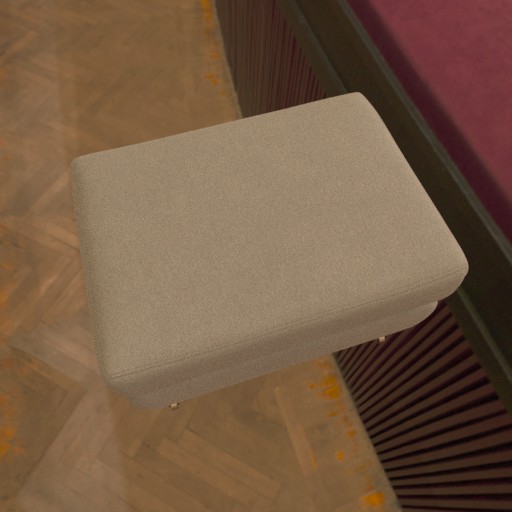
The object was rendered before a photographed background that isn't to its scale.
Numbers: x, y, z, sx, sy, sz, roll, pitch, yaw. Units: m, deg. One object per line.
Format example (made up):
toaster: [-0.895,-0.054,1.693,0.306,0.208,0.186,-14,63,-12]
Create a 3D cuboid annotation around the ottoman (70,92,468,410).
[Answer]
ottoman: [0.000,0.000,1.140,0.773,0.499,0.569,-16,63,-8]
